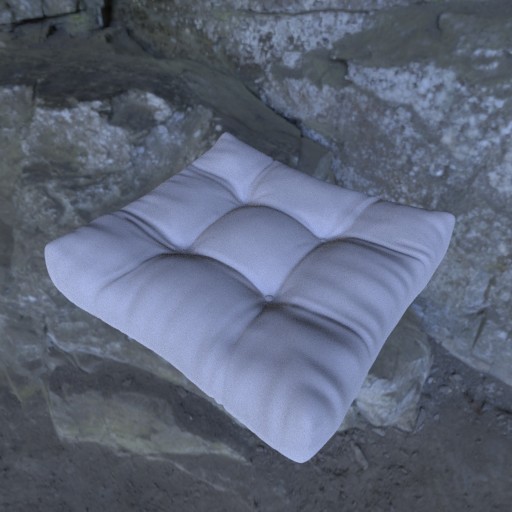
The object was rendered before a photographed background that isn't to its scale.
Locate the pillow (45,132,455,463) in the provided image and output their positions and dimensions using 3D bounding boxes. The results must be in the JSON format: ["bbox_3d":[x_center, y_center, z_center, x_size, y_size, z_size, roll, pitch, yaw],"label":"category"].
[{"bbox_3d":[0.000,0.000,0.716,0.490,0.128,0.468,26,49,26],"label":"pillow"}]
